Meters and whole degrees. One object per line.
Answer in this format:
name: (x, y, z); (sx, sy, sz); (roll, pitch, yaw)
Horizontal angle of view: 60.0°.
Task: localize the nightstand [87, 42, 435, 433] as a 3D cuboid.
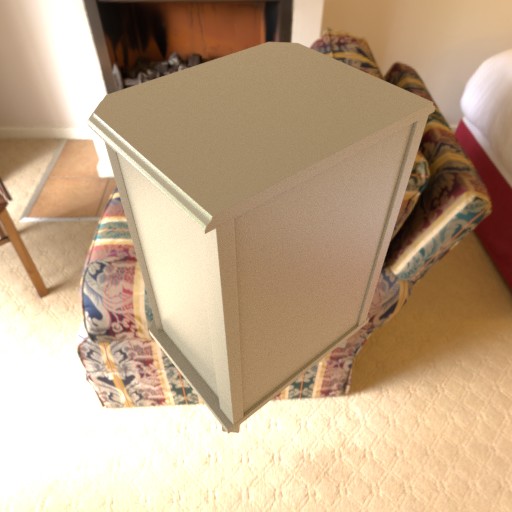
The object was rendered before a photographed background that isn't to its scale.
nightstand: (0.000, 0.000, 0.920); (0.435, 0.680, 0.348); (-31, 54, -26)
